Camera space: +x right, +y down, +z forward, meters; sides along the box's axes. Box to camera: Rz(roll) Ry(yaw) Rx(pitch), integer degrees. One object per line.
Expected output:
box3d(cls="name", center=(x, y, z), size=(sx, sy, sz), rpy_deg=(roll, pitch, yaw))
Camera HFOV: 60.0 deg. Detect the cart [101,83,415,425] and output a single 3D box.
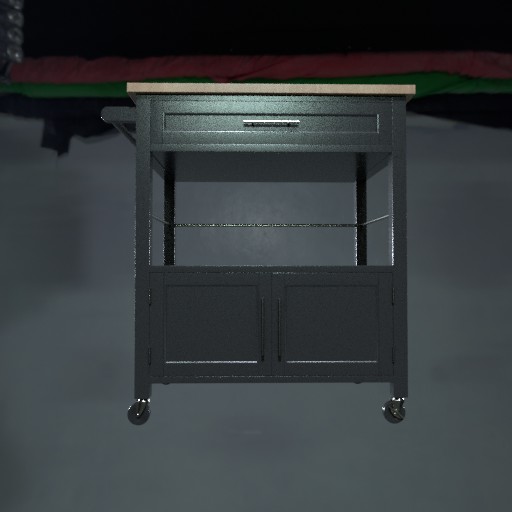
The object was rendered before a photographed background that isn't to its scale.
box3d(cls="cart", center=(0.000, 0.000, 1.388), size=(0.840, 0.901, 0.459), rpy_deg=(0, -1, -1))
